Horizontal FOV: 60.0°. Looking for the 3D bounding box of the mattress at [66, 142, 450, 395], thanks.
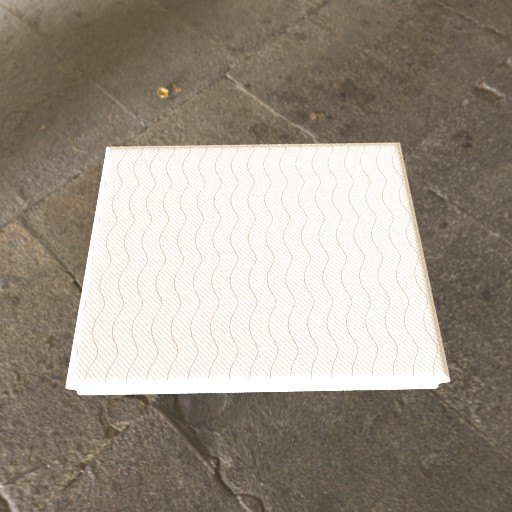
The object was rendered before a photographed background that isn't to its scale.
[{"bbox_3d":[0.000,0.000,2.748,2.000,0.230,1.600,-1,63,0],"label":"mattress"}]
